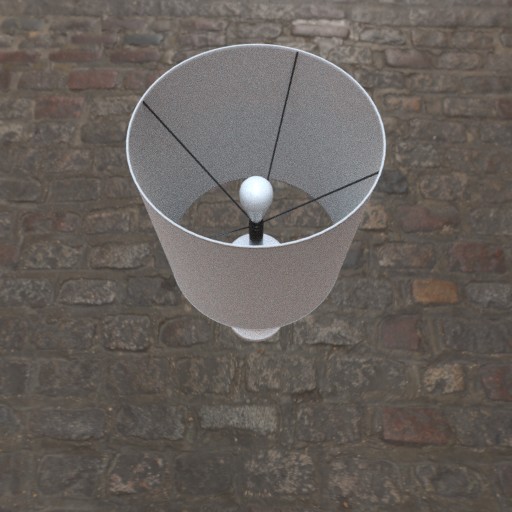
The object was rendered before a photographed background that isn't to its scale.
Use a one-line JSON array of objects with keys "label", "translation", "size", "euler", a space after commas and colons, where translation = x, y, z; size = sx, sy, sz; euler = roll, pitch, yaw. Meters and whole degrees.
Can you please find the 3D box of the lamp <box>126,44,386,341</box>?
[{"label": "lamp", "translation": [0.000, 0.000, 0.563], "size": [0.208, 0.455, 0.208], "euler": [1, 64, 0]}]
